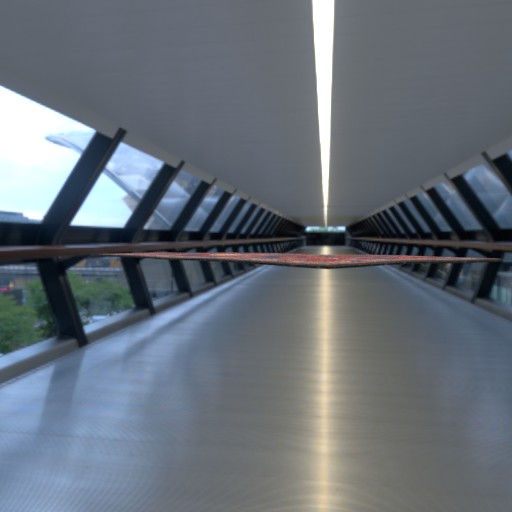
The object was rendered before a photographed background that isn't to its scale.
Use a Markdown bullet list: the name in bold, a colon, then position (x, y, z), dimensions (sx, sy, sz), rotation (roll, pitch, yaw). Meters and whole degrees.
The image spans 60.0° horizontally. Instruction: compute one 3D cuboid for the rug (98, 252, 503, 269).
- **rug**: position (0.000, 0.000, 3.475), dimensions (1.522, 0.034, 3.032), rotation (-1, 2, -37)
